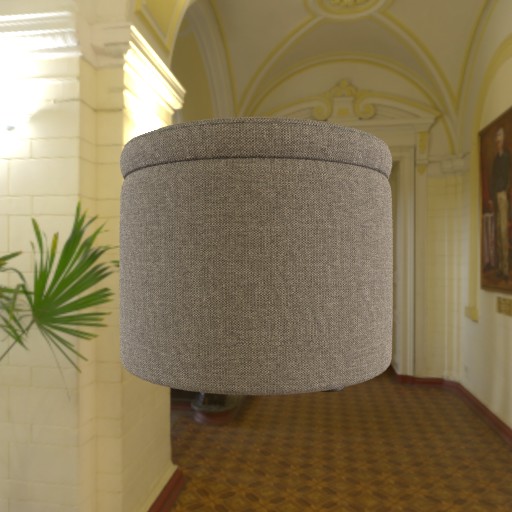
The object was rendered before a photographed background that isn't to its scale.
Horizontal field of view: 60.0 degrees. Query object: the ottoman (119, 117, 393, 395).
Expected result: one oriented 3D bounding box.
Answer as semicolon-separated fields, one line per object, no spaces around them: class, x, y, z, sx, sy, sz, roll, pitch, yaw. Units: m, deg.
ottoman;0.000;0.000;0.883;0.520;0.430;0.520;0;0;0
